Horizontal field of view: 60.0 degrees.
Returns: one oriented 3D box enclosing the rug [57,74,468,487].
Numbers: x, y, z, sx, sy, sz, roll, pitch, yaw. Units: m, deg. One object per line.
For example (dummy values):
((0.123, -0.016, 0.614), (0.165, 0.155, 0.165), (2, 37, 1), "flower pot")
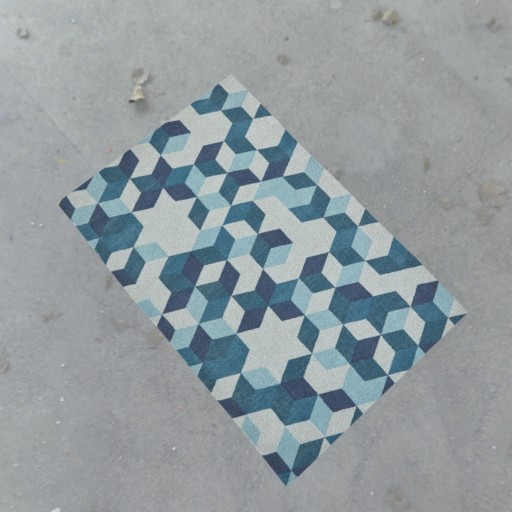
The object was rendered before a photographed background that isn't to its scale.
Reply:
((0.000, 0.000, 2.291), (1.235, 0.014, 1.829), (-40, 79, -10), "rug")
